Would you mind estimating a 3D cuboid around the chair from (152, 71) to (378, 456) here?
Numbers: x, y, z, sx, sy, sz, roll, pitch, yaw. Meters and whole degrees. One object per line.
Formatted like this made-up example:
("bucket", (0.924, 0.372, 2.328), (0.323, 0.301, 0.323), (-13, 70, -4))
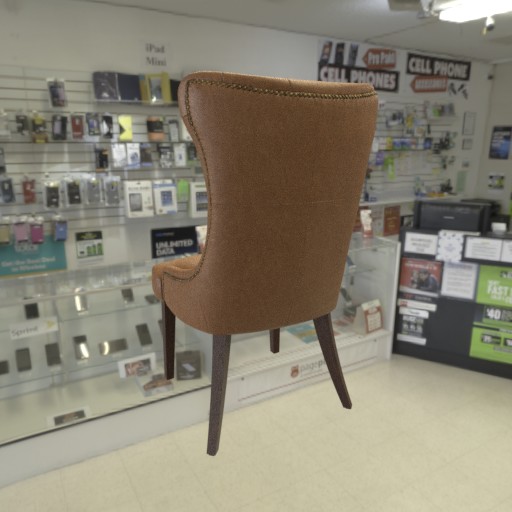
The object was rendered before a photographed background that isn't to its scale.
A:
("chair", (0.000, 0.000, 1.486), (0.611, 1.065, 0.669), (-7, 16, -27))
